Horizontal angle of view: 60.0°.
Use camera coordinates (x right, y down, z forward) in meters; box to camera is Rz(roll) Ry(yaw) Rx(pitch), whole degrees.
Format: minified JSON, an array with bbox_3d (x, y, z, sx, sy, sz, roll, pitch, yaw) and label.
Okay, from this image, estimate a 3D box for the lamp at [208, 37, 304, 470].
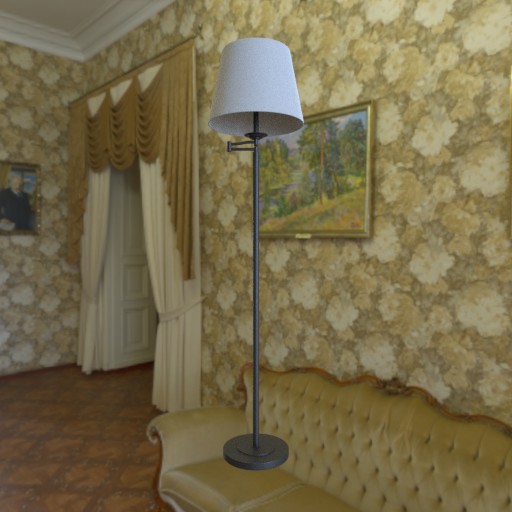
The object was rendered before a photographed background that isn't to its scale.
[{"bbox_3d":[0.000,0.000,1.629,0.348,1.473,0.348,0,1,0],"label":"lamp"}]
